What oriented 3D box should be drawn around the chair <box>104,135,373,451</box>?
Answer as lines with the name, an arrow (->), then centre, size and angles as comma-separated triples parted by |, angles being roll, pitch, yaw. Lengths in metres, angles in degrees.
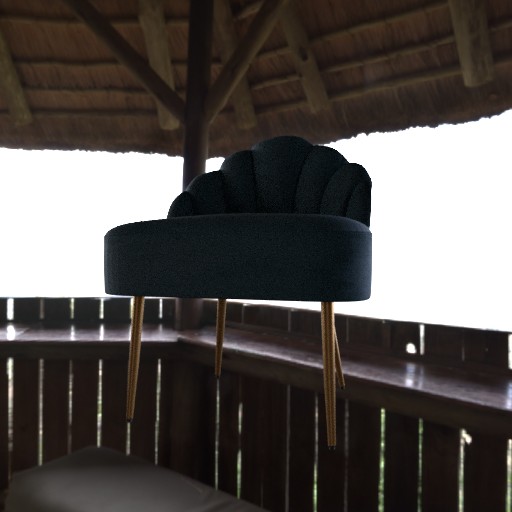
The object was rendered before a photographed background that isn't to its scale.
chair -> 0.000, 0.000, 1.236 | 0.657, 0.819, 0.599 | 0, -1, 19
